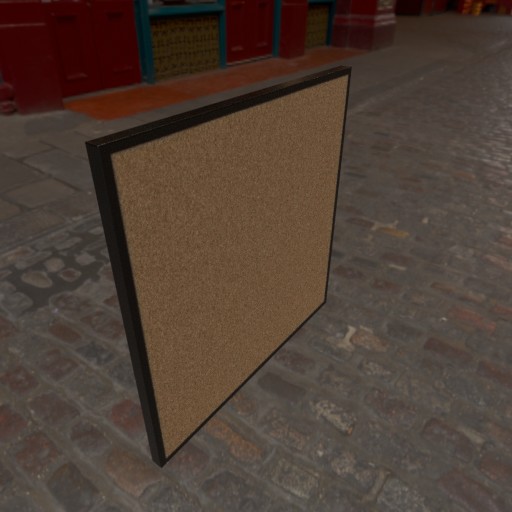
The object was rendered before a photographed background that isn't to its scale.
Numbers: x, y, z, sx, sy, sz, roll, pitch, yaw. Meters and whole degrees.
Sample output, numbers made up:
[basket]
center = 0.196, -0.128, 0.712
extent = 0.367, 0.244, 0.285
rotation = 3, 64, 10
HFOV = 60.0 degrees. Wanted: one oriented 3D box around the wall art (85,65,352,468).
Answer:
[wall art]
center = 0.000, 0.000, 0.495
extent = 0.014, 0.349, 0.349
rotation = 22, 39, 31
